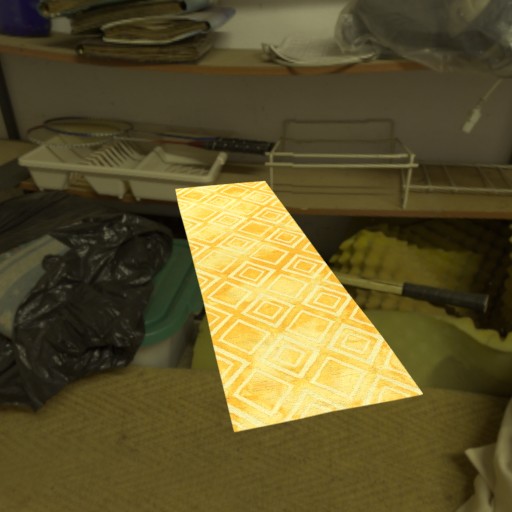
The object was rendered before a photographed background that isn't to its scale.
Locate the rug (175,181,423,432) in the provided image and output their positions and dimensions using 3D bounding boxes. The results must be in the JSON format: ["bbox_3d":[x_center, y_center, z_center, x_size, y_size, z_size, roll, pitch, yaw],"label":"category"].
[{"bbox_3d":[0.000,0.000,2.702,0.775,0.010,2.438,-7,31,-12],"label":"rug"}]
